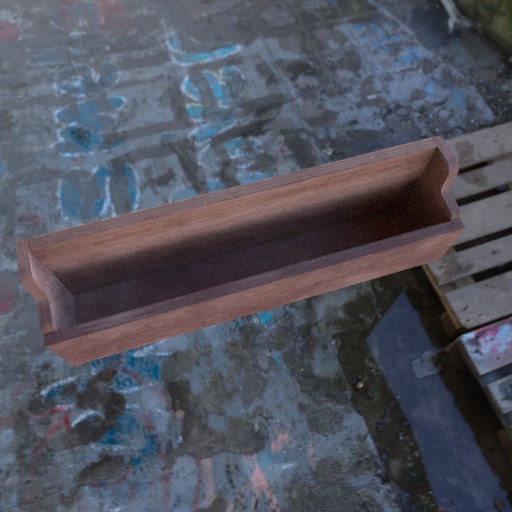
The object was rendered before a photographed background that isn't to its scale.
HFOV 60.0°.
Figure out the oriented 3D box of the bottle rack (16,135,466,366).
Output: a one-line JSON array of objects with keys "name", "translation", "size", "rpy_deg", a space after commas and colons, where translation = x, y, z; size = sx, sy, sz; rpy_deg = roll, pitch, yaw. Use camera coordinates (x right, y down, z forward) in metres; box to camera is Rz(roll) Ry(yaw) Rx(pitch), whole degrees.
[{"name": "bottle rack", "translation": [0.000, 0.000, 0.670], "size": [0.608, 0.196, 0.126], "rpy_deg": [-15, 64, -8]}]
